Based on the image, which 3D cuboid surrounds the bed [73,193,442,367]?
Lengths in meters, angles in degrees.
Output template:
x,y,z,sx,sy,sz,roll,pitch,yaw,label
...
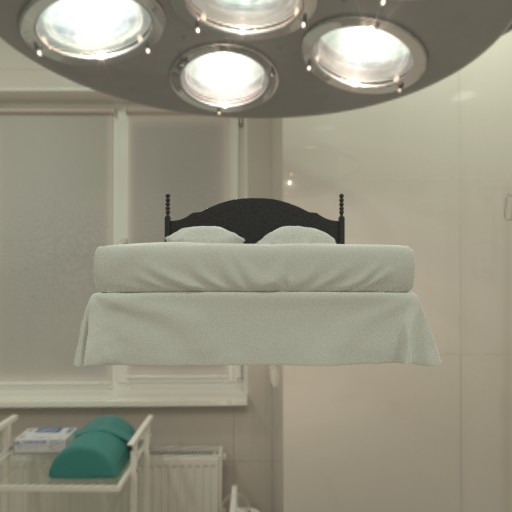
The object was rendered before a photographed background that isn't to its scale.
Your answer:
x,y,z,sx,sy,sz,roll,pitch,yaw,label
0.000,0.000,3.669,2.322,1.355,2.219,0,-1,0,bed
